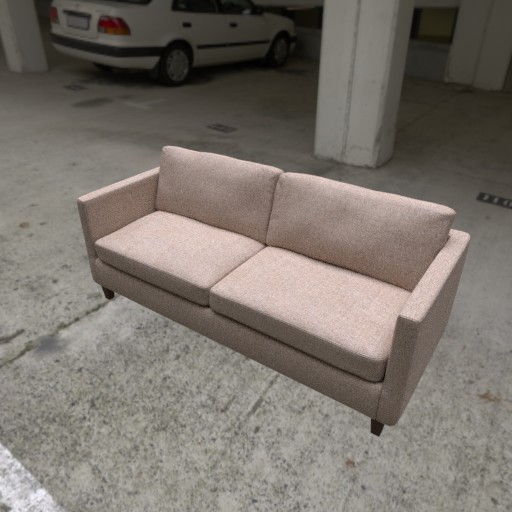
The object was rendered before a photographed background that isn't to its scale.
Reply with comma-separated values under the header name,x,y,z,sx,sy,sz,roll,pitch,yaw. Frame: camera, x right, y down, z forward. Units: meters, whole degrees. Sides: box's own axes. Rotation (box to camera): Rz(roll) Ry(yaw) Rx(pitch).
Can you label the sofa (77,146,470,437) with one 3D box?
name,x,y,z,sx,sy,sz,roll,pitch,yaw
sofa,0.000,0.000,2.733,2.208,0.965,0.951,19,35,29
